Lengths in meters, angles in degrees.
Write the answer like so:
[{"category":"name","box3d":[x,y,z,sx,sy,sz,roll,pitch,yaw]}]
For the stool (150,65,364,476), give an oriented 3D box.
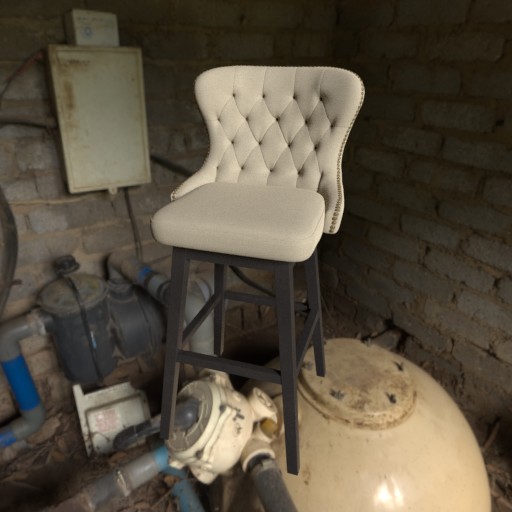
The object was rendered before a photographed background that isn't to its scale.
[{"category":"stool","box3d":[0.000,0.000,1.373,0.528,1.066,0.605,8,26,16]}]
